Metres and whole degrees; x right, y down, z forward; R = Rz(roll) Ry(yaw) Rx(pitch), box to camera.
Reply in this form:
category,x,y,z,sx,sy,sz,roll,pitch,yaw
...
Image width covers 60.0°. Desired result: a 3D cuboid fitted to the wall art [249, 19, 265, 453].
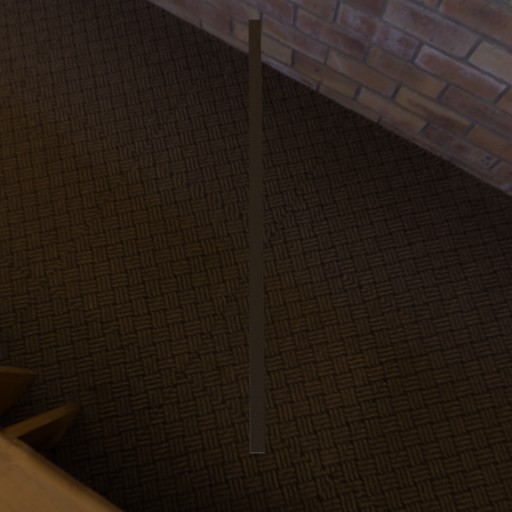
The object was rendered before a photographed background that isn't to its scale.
category,x,y,z,sx,sy,sz,roll,pitch,yaw
wall art,0.000,0.000,0.537,0.012,0.332,0.383,0,76,0
